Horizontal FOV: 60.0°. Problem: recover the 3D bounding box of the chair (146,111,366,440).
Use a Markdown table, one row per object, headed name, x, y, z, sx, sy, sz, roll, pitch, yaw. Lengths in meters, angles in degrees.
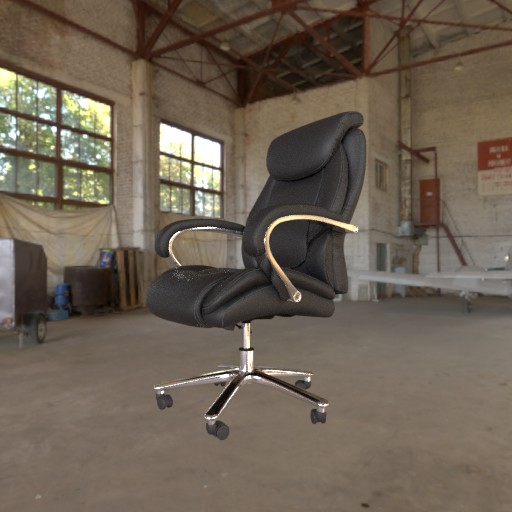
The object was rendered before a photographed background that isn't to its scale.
| name | x | y | z | sx | sy | sz | roll | pitch | yaw |
| --- | --- | --- | --- | --- | --- | --- | --- | --- | --- |
| chair | 0.000 | 0.000 | 1.770 | 0.790 | 1.183 | 0.755 | 1 | -1 | -36 |
